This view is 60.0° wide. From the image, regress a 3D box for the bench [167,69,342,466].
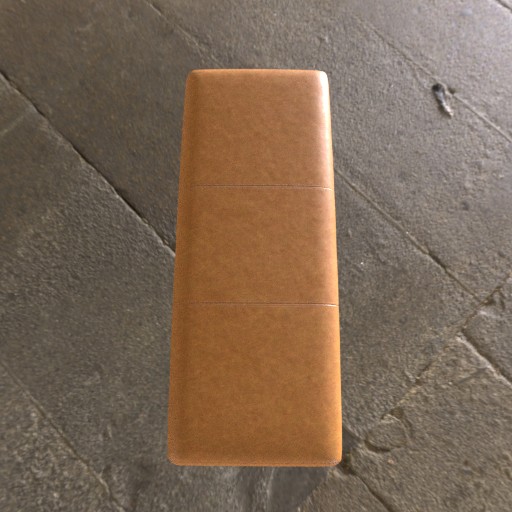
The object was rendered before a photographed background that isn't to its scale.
[{"bbox_3d":[0.000,0.000,1.906,0.653,0.399,1.610,0,76,0],"label":"bench"}]
